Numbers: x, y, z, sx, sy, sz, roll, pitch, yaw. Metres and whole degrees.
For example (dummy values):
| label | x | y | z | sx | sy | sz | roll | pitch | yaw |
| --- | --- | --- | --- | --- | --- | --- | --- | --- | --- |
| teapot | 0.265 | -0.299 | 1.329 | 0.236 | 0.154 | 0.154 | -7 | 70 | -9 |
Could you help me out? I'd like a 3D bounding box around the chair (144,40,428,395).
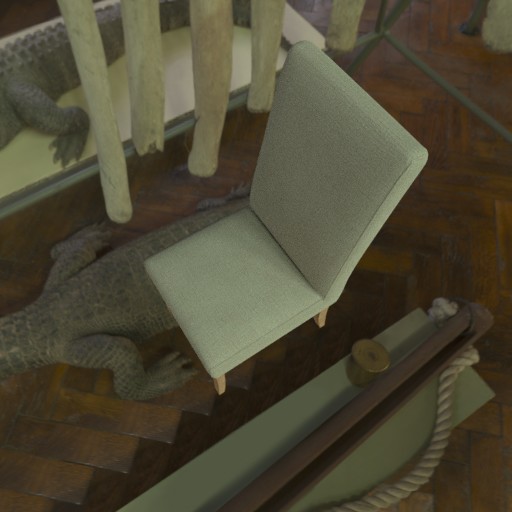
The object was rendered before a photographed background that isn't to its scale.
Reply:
| label | x | y | z | sx | sy | sz | roll | pitch | yaw |
| --- | --- | --- | --- | --- | --- | --- | --- | --- | --- |
| chair | 0.000 | 0.000 | 1.382 | 0.611 | 1.033 | 0.450 | -31 | 67 | -14 |
